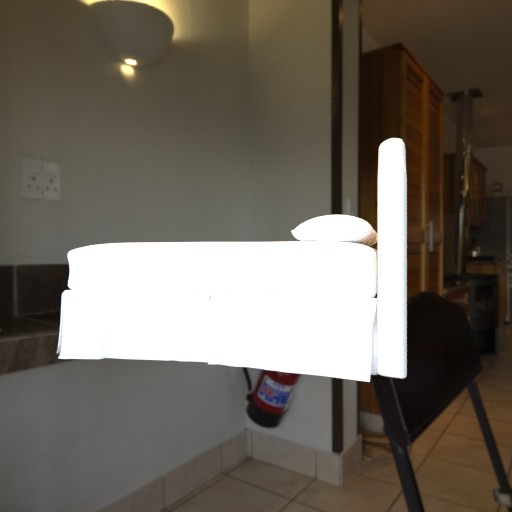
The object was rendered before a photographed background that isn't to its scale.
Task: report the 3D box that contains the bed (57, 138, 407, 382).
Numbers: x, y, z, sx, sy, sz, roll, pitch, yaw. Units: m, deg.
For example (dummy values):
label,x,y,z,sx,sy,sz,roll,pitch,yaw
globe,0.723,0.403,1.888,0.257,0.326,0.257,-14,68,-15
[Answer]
label,x,y,z,sx,sy,sz,roll,pitch,yaw
bed,0.000,0.000,3.533,2.204,1.301,2.160,0,0,17
